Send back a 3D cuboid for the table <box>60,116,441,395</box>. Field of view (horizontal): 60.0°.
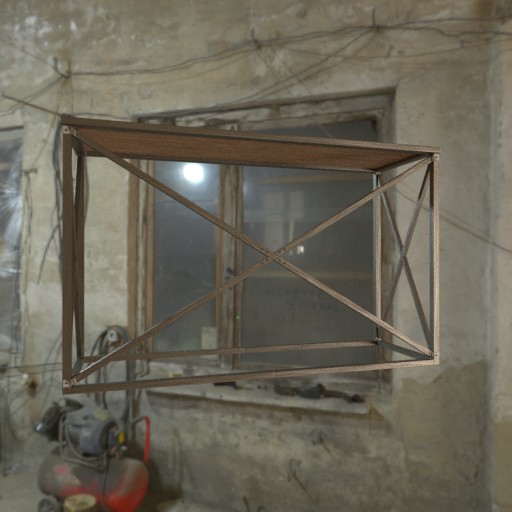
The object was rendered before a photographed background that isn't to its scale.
[{"bbox_3d":[0.000,0.000,1.555,1.216,0.753,0.402,0,0,-16],"label":"table"}]
